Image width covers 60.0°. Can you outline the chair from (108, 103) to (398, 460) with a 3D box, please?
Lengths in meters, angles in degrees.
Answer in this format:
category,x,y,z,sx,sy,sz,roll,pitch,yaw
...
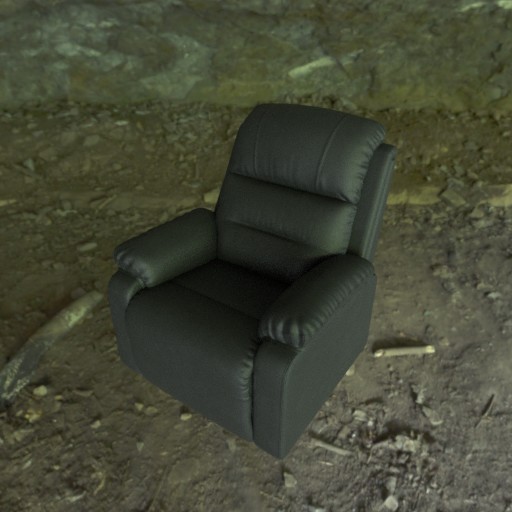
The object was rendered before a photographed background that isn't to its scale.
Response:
category,x,y,z,sx,sy,sz,roll,pitch,yaw
chair,0.000,0.000,1.708,0.855,0.992,0.919,20,36,30
